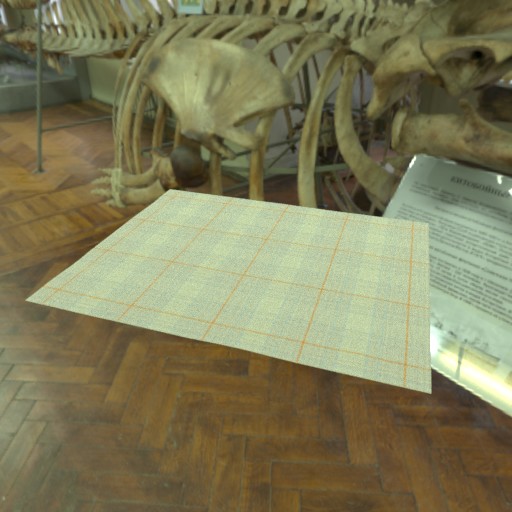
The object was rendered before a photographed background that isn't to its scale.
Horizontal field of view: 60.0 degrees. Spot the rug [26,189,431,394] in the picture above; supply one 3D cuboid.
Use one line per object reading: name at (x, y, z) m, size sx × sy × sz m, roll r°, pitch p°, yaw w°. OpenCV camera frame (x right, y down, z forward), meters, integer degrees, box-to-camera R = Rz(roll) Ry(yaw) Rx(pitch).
rug at (0.000, 0.000, 4.100) m, size 3.051 × 0.021 × 2.448 m, roll 10°, pitch 32°, yaw 16°
